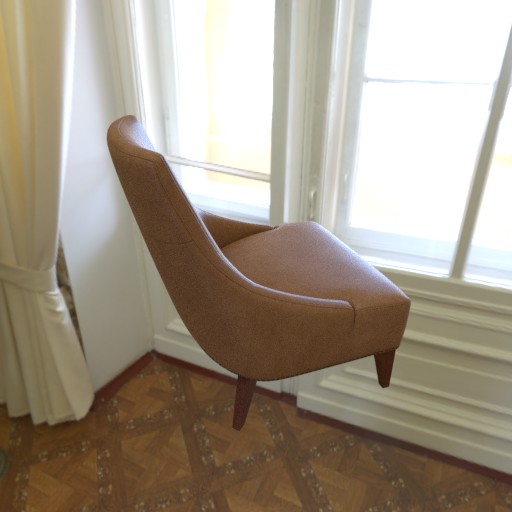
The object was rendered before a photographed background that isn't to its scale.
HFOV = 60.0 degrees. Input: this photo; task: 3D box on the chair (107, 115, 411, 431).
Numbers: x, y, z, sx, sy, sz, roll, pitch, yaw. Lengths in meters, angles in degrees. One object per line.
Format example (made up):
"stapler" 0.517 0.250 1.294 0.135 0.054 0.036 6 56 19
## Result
"chair" 0.000 0.000 1.538 0.861 0.909 0.701 -10 30 -18
